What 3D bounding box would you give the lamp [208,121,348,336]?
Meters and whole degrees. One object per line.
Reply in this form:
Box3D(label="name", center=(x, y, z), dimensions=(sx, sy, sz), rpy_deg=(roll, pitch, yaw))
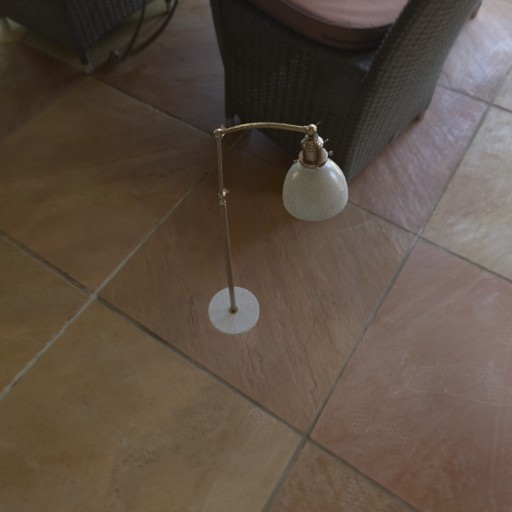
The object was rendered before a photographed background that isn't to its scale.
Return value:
Box3D(label="lamp", center=(0.000, 0.000, 1.801), dimensions=(0.599, 1.586, 0.288), rpy_deg=(32, 65, 17))
